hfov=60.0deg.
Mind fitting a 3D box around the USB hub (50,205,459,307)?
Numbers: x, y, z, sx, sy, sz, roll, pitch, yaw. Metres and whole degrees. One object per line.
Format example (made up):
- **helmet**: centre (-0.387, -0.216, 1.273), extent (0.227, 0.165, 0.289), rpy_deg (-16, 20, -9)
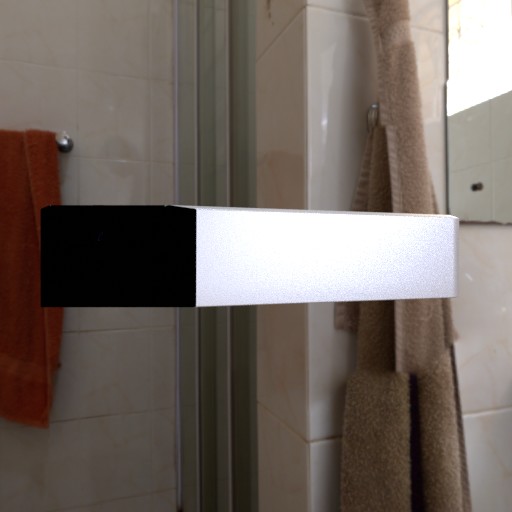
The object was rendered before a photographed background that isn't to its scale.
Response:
- **USB hub**: centre (0.000, 0.000, 0.128), extent (0.110, 0.023, 0.044), rpy_deg (0, 0, -18)
